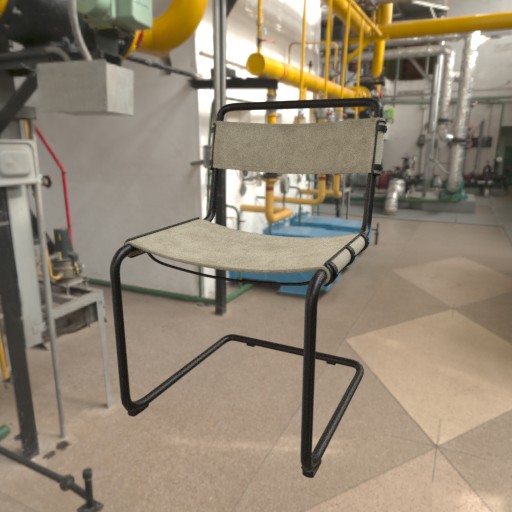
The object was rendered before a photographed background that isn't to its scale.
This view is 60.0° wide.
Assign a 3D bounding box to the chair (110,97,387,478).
[{"bbox_3d":[0.000,0.000,1.071,0.499,0.747,0.497,7,16,25],"label":"chair"}]
